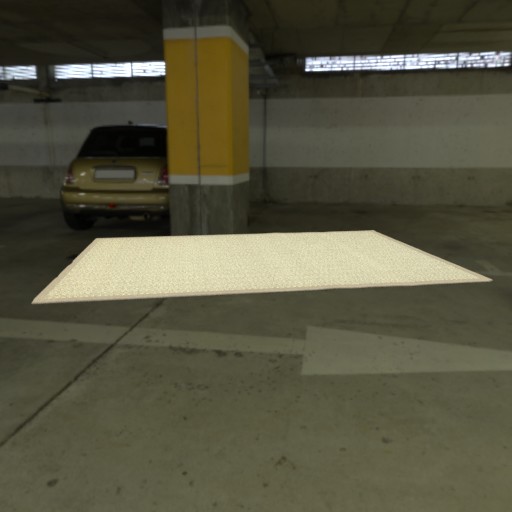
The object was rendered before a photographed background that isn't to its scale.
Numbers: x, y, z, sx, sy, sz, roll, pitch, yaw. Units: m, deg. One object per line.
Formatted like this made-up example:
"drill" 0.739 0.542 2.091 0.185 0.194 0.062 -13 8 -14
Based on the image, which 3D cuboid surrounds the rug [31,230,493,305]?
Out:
"rug" 0.000 0.000 2.894 2.290 0.021 1.540 -2 13 -9
